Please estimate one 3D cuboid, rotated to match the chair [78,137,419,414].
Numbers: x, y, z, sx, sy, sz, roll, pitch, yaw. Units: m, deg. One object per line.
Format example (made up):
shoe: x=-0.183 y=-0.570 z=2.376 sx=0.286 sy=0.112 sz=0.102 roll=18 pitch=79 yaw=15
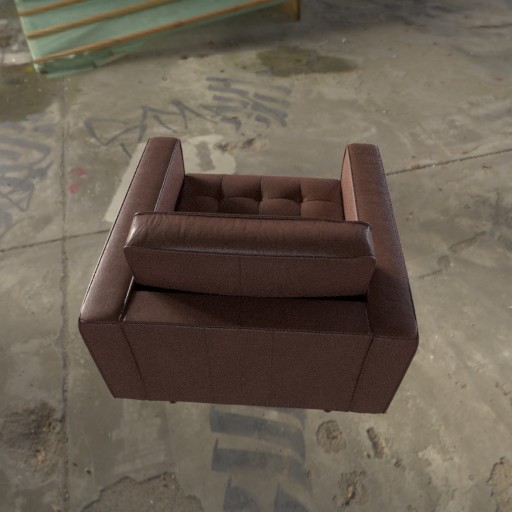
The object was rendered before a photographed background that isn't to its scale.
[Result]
chair: x=0.000 y=0.000 z=1.547 sx=0.920 sy=0.770 sz=0.900 roll=3 pitch=47 yaw=2
